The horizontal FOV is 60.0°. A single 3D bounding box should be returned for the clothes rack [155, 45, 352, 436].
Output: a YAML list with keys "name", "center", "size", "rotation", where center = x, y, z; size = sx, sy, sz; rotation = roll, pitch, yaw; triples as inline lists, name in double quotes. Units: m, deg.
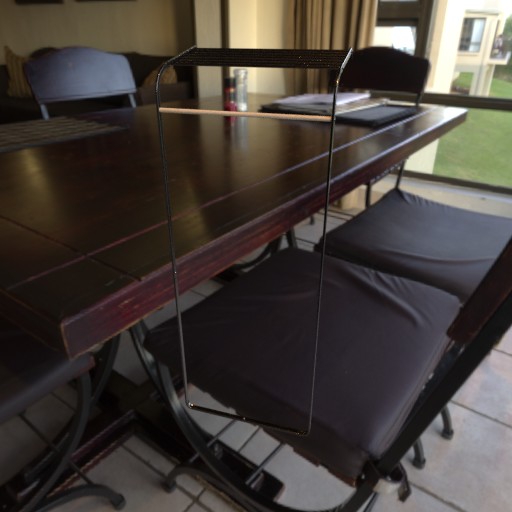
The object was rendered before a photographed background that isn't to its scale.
- name: "clothes rack"
  center: [0.000, 0.000, 1.851]
  size: [0.609, 1.574, 0.349]
  rotation: [8, 28, 15]
